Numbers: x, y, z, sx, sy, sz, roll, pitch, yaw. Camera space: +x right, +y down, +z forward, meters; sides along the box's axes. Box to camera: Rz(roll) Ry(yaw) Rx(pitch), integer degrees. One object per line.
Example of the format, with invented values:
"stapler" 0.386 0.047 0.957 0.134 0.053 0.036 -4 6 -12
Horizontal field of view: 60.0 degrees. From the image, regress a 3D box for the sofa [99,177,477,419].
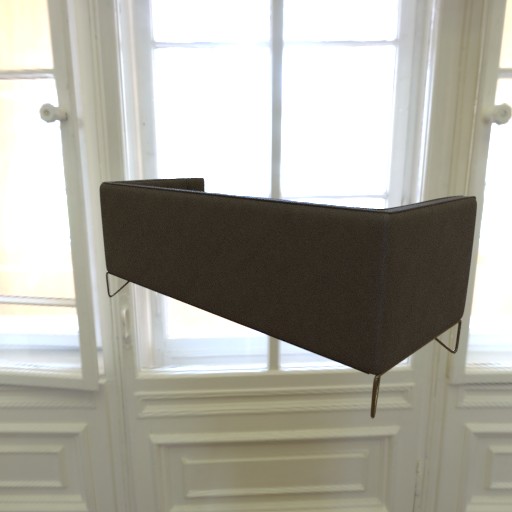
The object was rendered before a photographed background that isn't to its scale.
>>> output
"sofa" 0.000 0.000 2.550 2.087 0.789 0.867 13 19 43
